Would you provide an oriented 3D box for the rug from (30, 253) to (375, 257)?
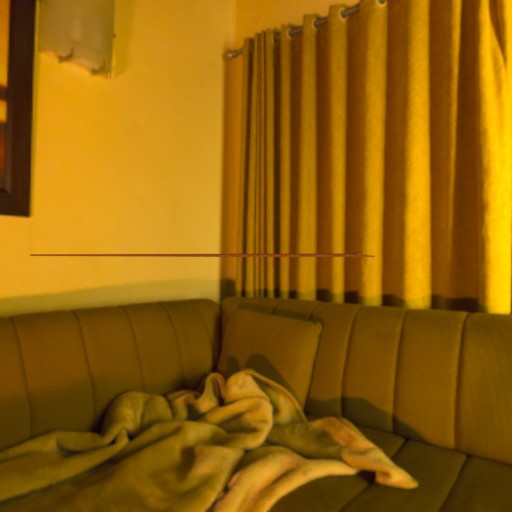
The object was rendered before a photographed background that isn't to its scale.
[{"bbox_3d":[0.000,0.000,3.051,1.523,0.008,2.438,0,0,17],"label":"rug"}]
